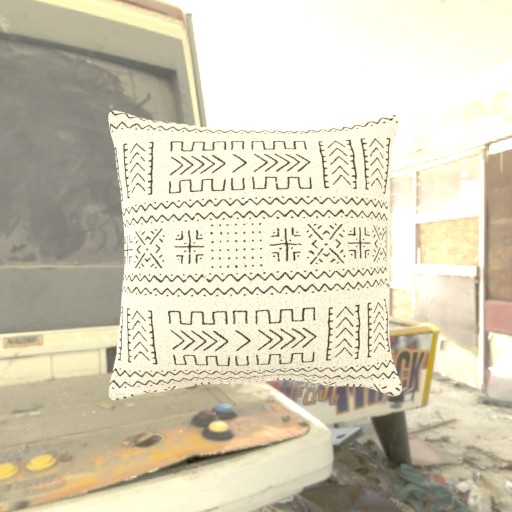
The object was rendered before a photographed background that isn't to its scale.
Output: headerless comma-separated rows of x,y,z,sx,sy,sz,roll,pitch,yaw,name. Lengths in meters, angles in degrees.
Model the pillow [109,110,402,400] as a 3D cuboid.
0.000,0.000,0.661,0.438,0.430,0.164,0,0,-1,pillow
